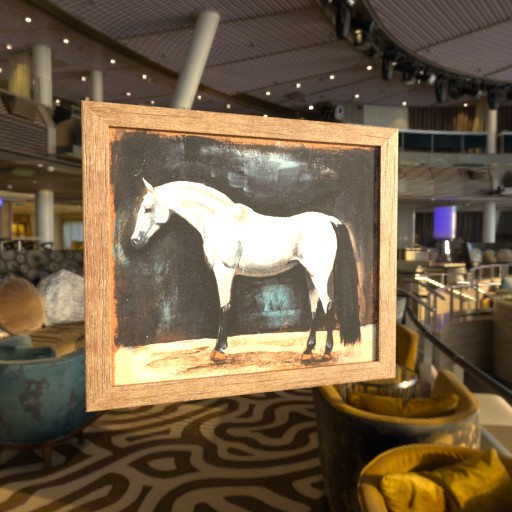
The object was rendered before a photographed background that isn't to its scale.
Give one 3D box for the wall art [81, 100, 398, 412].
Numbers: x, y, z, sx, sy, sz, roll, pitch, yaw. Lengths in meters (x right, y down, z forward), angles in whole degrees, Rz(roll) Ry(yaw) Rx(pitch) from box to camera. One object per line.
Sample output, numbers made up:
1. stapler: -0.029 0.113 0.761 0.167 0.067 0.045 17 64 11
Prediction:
1. wall art: 0.000 0.000 0.951 0.690 0.588 0.026 -1 2 -18
